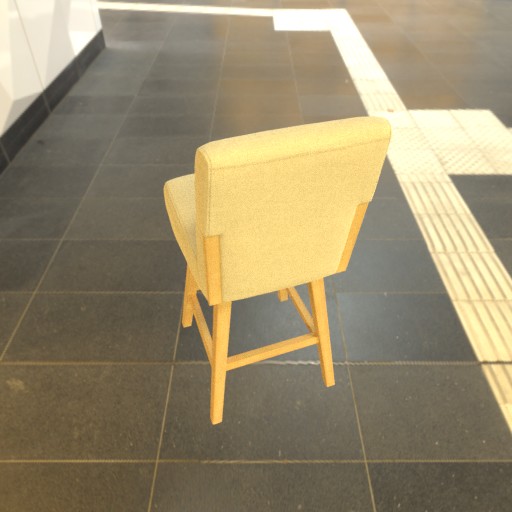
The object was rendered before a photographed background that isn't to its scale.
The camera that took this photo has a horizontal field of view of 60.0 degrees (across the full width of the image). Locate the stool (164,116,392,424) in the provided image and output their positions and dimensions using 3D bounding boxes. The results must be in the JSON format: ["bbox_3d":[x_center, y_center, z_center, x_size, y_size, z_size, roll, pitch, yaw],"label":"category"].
[{"bbox_3d":[0.000,0.000,1.316,0.446,1.015,0.543,-13,43,-15],"label":"stool"}]
